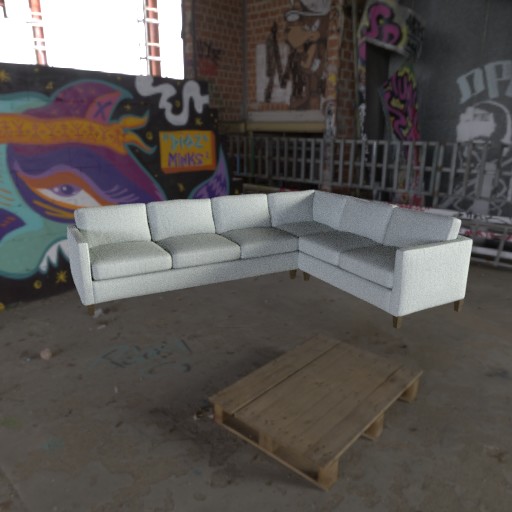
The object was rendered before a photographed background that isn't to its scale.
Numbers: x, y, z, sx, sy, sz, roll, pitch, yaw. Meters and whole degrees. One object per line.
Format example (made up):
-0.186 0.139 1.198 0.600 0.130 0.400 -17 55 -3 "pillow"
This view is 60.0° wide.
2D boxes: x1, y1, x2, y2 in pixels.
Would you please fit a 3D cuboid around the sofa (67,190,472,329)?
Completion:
0.000 0.000 4.505 3.333 0.934 2.522 -8 18 -27 "sofa"
